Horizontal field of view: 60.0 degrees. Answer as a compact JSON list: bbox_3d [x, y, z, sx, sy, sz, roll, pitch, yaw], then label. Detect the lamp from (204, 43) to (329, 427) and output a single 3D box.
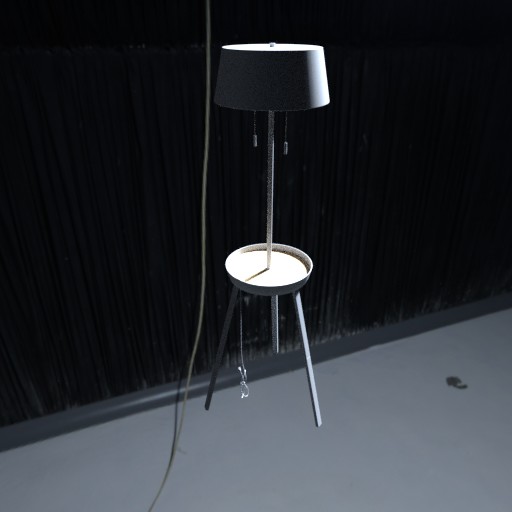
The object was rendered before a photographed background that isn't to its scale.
[{"bbox_3d":[0.000,0.000,1.652,0.468,1.429,0.508,-10,30,-17],"label":"lamp"}]
